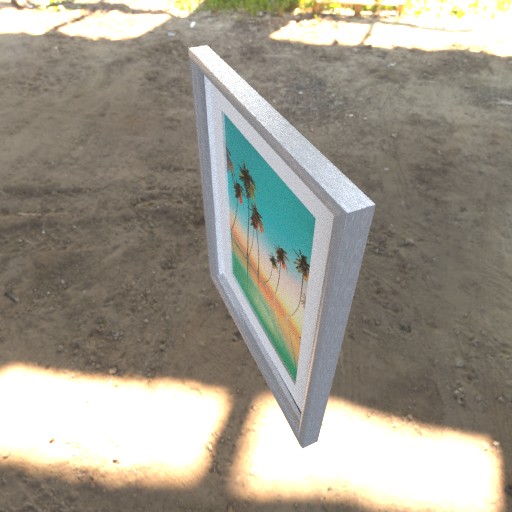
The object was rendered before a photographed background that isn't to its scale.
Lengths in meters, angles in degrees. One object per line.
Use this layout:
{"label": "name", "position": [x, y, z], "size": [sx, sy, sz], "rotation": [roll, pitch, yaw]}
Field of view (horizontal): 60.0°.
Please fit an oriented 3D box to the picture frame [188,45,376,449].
{"label": "picture frame", "position": [0.000, 0.000, 0.533], "size": [0.027, 0.378, 0.327], "rotation": [-18, 47, -17]}
